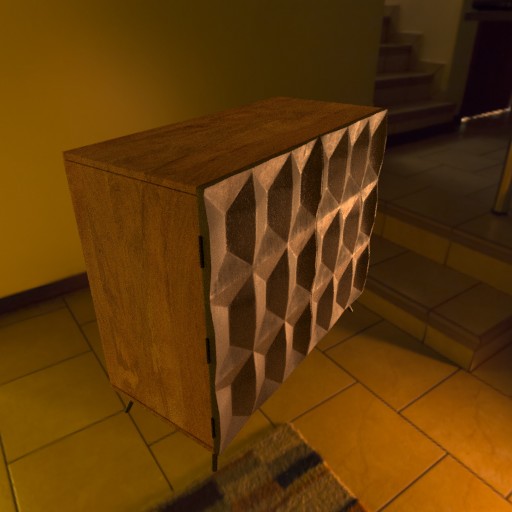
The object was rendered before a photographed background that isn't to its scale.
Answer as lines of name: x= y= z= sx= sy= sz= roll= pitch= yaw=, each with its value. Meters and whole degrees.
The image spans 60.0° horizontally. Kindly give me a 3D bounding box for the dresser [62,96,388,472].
dresser: x=0.000 y=0.000 z=1.474 sx=0.446 sy=0.847 sz=0.967 roll=18 pitch=34 yaw=30
